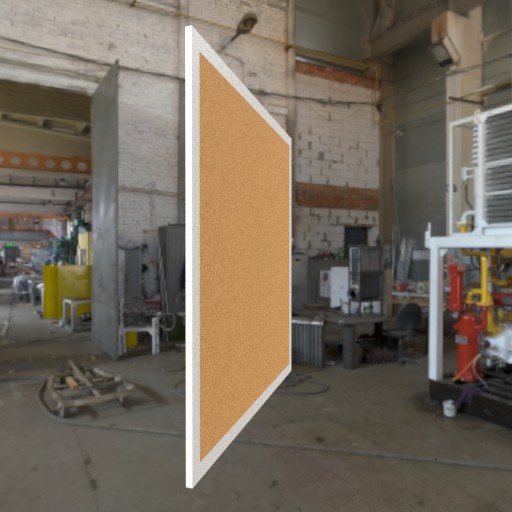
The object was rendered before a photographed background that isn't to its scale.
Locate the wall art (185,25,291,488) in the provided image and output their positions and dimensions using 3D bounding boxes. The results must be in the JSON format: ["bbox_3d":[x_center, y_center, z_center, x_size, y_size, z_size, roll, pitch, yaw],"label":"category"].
[{"bbox_3d":[0.000,0.000,0.803,0.009,0.559,0.558,0,1,17],"label":"wall art"}]
